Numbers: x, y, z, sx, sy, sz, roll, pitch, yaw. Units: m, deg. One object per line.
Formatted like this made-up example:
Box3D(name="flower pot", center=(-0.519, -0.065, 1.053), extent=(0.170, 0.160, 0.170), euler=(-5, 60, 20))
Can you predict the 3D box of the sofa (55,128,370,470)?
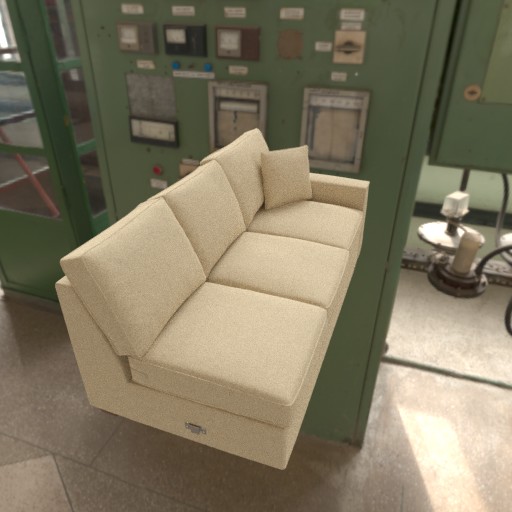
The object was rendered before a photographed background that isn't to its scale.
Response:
Box3D(name="sofa", center=(0.000, 0.000, 2.553), extent=(1.034, 0.946, 1.963), euler=(11, 32, 18))
